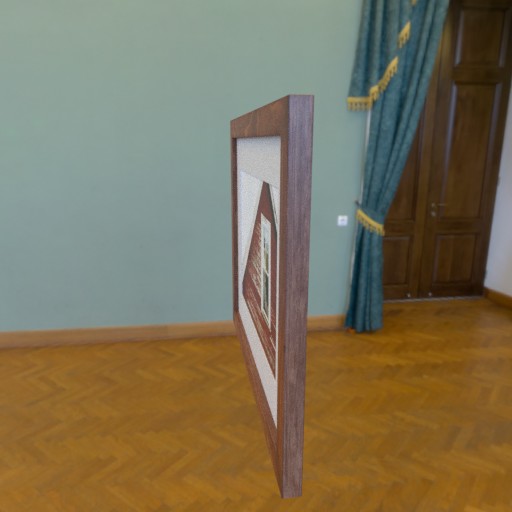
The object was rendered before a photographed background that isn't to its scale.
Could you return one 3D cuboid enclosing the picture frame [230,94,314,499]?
[{"bbox_3d":[0.000,0.000,0.743,0.025,0.457,0.559,-2,15,-9],"label":"picture frame"}]
